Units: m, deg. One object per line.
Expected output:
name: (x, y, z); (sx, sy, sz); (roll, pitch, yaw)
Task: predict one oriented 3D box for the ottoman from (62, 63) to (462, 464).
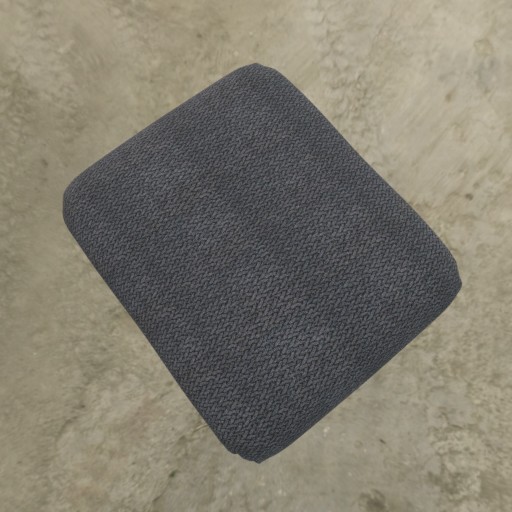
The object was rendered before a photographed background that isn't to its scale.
ottoman: (0.000, 0.000, 1.097); (0.622, 0.450, 0.747); (-37, 78, -9)
